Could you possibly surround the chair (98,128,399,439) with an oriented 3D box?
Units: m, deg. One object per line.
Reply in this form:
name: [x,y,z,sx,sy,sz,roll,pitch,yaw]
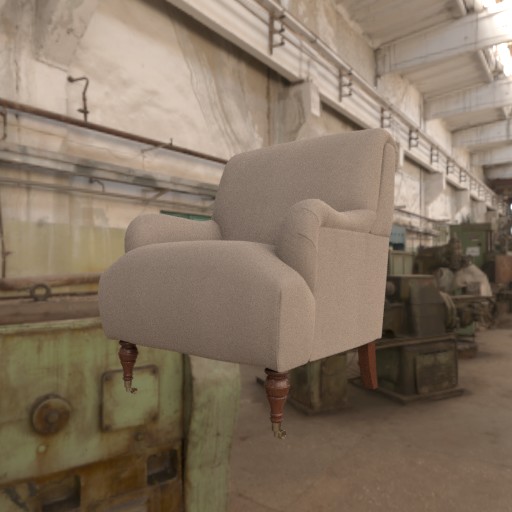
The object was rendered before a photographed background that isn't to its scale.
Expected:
chair: [0.000,0.000,1.557,0.766,0.942,0.842,0,0,38]
